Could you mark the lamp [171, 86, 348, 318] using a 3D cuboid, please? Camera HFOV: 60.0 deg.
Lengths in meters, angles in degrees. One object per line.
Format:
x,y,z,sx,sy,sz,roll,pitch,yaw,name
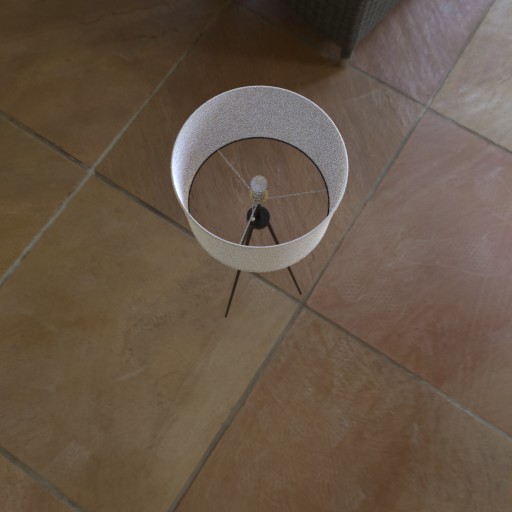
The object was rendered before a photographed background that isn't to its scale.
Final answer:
0.000,0.000,1.759,0.448,1.545,0.458,35,78,8,lamp
